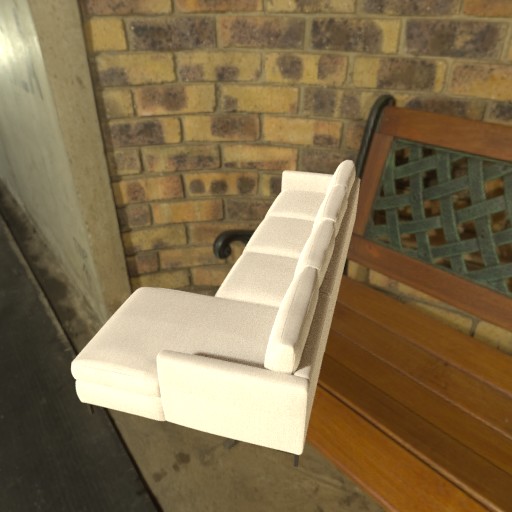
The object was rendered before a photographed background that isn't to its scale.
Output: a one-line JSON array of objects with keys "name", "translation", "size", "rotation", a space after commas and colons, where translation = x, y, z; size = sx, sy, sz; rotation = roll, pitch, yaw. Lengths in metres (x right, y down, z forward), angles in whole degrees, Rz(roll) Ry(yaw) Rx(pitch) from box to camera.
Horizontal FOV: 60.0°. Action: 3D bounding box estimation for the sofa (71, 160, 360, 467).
[{"name": "sofa", "translation": [0.000, 0.000, 2.929], "size": [1.126, 0.677, 2.445], "rotation": [9, 32, 14]}]
